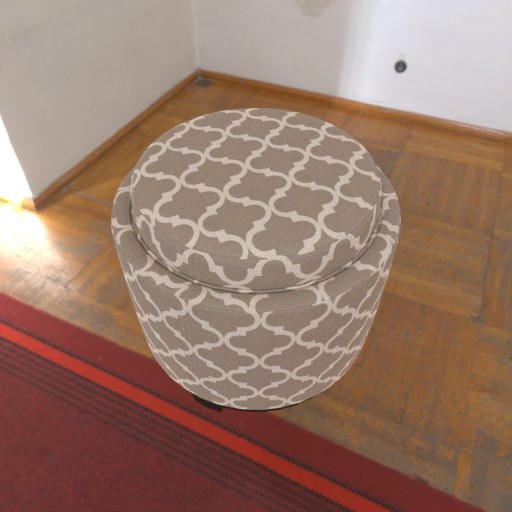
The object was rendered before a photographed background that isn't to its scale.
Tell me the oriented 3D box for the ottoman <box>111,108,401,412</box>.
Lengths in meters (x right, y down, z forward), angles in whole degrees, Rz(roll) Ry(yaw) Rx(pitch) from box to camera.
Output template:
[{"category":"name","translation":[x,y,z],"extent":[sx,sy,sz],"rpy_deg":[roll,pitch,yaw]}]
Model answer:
[{"category":"ottoman","translation":[0.000,0.000,0.841],"extent":[0.480,0.429,0.480],"rpy_deg":[0,47,0]}]
